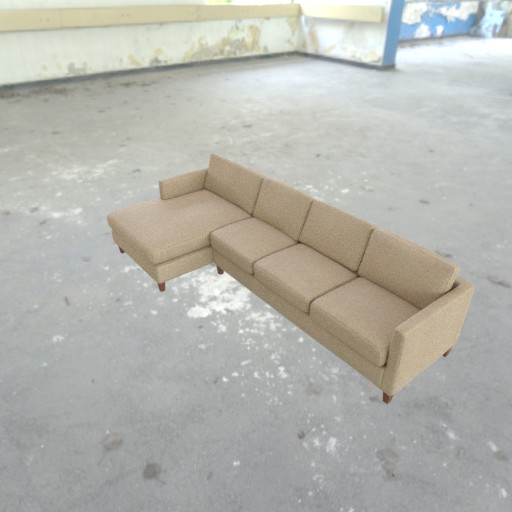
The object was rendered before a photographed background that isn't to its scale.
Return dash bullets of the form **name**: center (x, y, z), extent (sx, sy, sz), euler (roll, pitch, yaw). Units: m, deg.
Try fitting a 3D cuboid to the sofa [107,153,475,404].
- **sofa**: center (0.000, 0.000, 3.932), extent (1.502, 0.876, 3.201), euler (-23, 38, -32)
